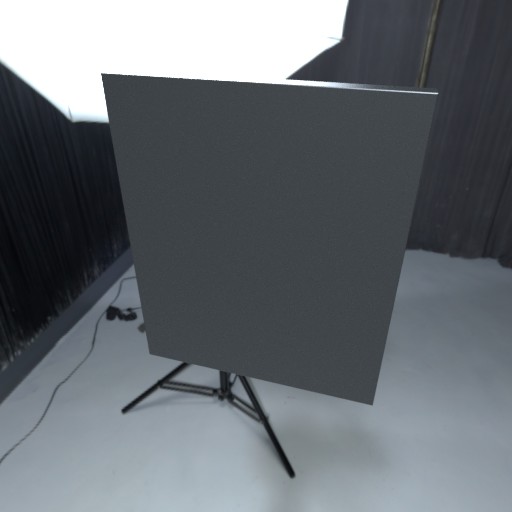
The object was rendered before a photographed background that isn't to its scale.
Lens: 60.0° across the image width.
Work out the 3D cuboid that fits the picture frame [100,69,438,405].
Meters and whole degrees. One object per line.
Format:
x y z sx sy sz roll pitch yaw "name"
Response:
0.000 0.000 0.741 0.460 0.556 0.028 9 33 14 "picture frame"
